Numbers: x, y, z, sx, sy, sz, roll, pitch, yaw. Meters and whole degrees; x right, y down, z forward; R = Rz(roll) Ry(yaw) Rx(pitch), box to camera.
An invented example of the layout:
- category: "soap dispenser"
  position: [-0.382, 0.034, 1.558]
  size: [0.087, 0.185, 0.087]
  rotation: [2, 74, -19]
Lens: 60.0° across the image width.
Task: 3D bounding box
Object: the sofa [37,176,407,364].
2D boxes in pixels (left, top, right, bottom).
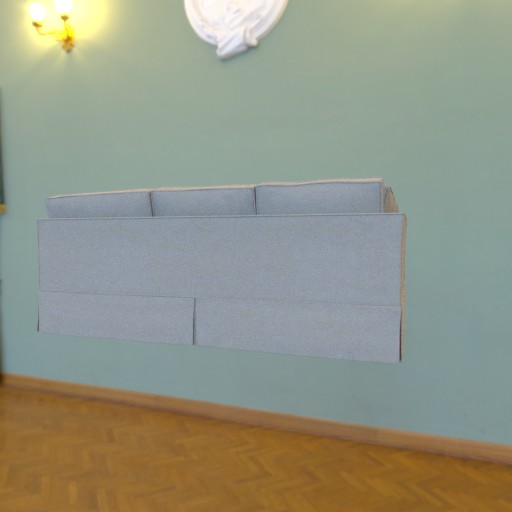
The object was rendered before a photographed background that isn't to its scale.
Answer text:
- category: "sofa"
  position: [0.000, 0.000, 4.257]
  size: [2.733, 1.124, 2.730]
  rotation: [1, 3, 19]
